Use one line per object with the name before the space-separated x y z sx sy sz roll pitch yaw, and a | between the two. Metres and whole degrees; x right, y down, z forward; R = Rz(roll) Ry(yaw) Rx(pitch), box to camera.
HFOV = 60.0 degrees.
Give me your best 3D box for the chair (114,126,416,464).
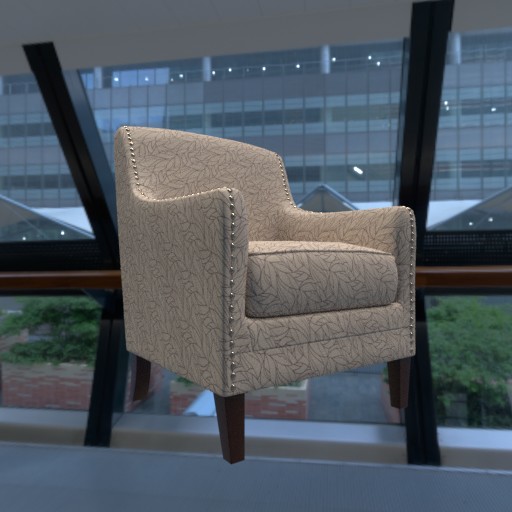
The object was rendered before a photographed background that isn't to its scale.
chair | 0.000 0.000 1.281 0.623 0.816 0.651 0 0 -36
